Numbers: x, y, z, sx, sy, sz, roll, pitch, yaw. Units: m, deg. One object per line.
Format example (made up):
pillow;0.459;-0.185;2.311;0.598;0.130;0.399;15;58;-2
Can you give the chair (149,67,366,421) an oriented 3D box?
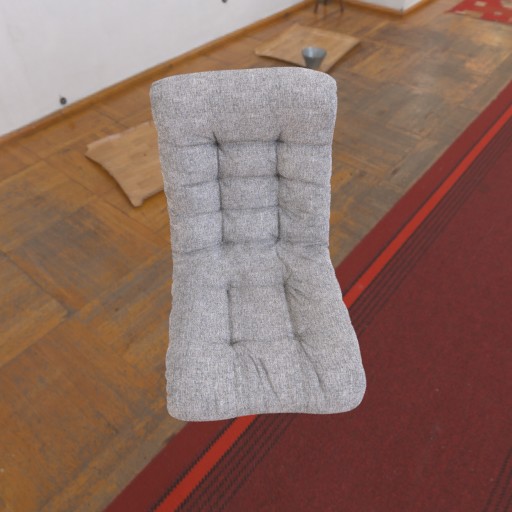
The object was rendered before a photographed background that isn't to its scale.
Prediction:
chair;0.000;0.000;0.957;0.400;0.600;0.583;-4;46;-4
